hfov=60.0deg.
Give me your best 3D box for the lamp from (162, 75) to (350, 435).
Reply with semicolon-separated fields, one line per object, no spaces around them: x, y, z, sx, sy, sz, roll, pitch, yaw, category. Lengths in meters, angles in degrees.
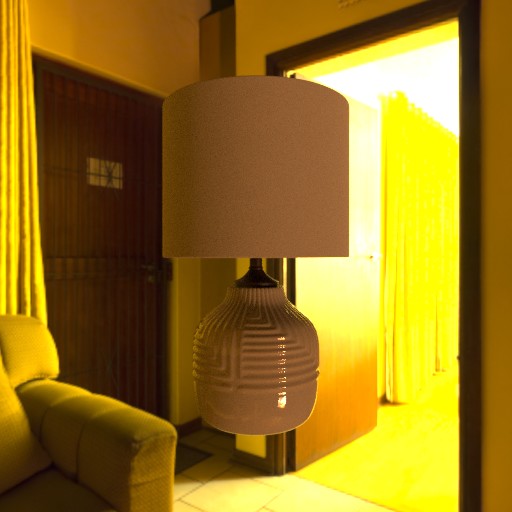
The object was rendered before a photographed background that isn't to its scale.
0.000;0.000;0.769;0.318;0.567;0.318;0;0;0;lamp
